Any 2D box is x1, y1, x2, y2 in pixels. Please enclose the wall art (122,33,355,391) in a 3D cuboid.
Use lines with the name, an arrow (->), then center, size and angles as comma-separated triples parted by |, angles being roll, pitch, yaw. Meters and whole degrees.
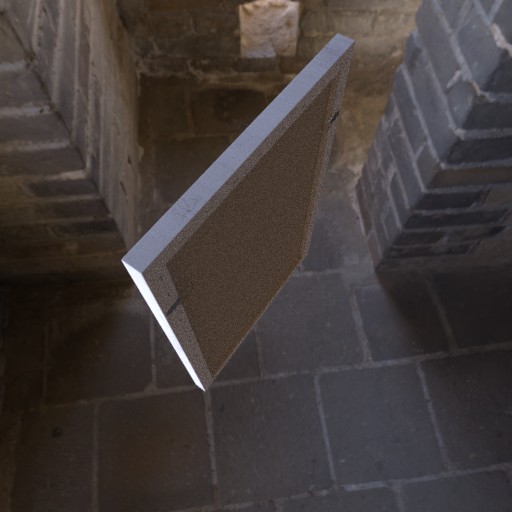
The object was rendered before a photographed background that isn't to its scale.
wall art -> 0.000, 0.000, 1.169 | 0.043, 0.914, 0.624 | 32, 67, 15
